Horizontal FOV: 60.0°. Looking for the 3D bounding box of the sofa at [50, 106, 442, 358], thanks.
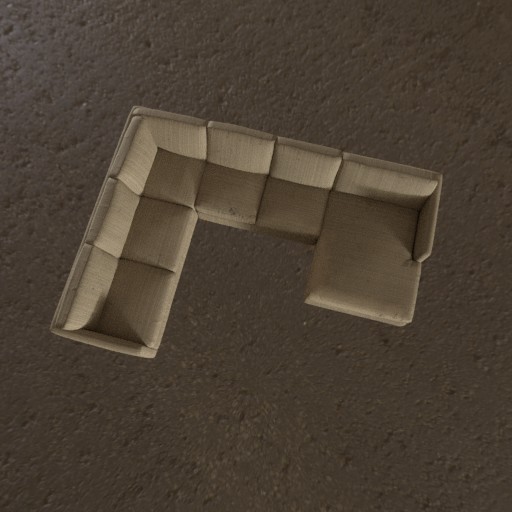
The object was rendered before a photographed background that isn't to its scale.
[{"bbox_3d":[0.000,0.000,4.681,3.460,0.961,2.594,14,75,4],"label":"sofa"}]
